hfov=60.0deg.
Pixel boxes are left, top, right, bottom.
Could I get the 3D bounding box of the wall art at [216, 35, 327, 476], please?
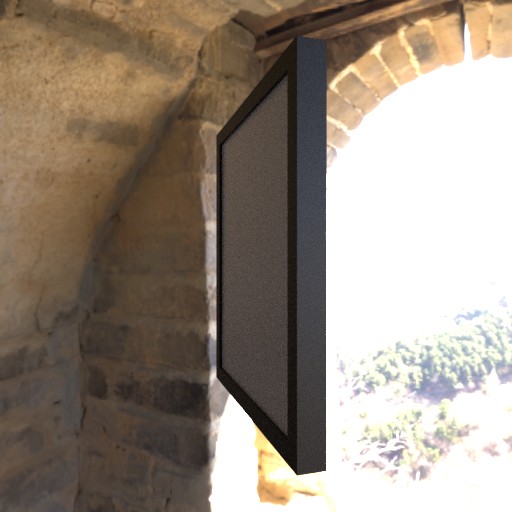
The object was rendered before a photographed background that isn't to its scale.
[{"bbox_3d":[0.000,0.000,0.545,0.029,0.381,0.330,0,0,-17],"label":"wall art"}]
